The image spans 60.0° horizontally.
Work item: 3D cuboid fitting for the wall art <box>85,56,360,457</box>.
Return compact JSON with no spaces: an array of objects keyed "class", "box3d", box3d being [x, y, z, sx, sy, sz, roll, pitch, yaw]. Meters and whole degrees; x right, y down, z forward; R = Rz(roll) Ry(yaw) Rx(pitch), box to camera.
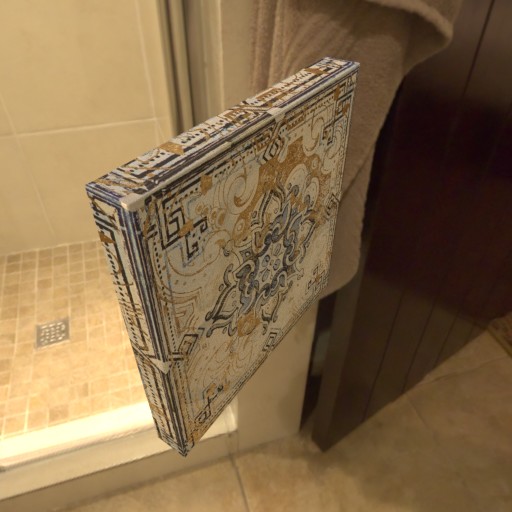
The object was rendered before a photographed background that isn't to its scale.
[{"class":"wall art","box3d":[0.000,0.000,0.449,0.038,0.306,0.302,25,46,26]}]
